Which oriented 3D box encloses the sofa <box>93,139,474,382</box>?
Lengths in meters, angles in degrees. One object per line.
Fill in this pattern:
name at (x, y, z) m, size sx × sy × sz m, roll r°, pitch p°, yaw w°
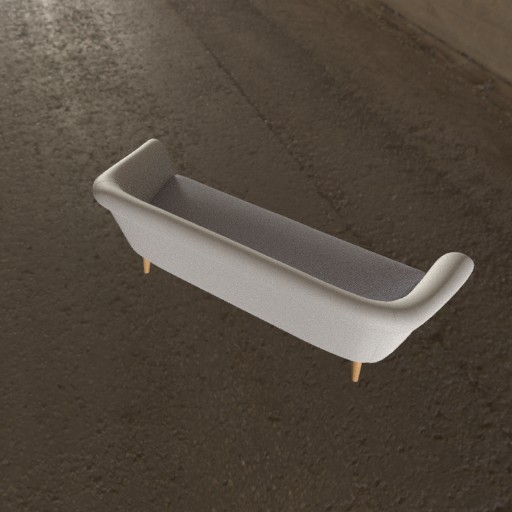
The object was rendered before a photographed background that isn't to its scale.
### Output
sofa at (0.000, 0.000, 2.572) m, size 2.160 × 0.795 × 0.827 m, roll 24°, pitch 51°, yaw 21°
